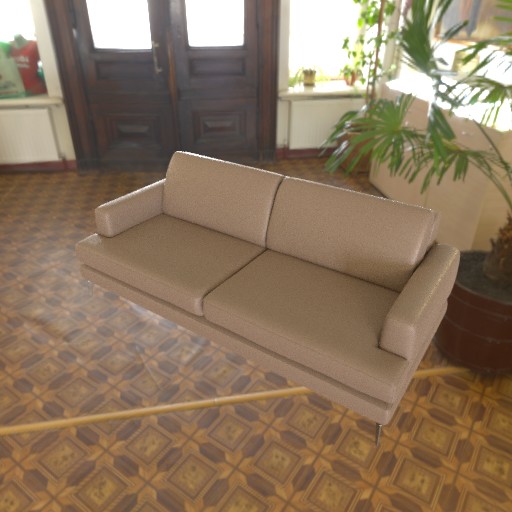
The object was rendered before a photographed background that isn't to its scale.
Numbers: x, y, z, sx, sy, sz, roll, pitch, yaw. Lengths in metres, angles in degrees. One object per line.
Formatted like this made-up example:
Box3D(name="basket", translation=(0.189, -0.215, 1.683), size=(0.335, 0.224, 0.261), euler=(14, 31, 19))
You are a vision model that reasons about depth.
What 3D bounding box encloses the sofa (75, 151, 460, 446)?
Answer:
Box3D(name="sofa", translation=(0.000, 0.000, 2.446), size=(1.940, 0.765, 0.974), euler=(19, 36, 29))
